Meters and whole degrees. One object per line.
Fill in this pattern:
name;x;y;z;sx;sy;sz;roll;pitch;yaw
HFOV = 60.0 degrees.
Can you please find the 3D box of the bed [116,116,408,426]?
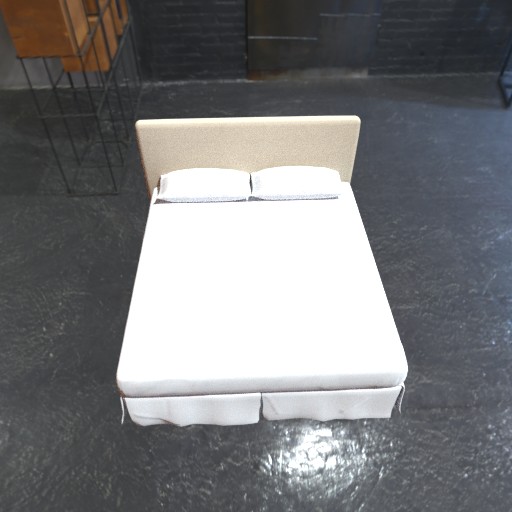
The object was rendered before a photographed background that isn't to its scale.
bed;0.000;0.000;3.686;2.119;1.317;2.319;-2;45;-2
